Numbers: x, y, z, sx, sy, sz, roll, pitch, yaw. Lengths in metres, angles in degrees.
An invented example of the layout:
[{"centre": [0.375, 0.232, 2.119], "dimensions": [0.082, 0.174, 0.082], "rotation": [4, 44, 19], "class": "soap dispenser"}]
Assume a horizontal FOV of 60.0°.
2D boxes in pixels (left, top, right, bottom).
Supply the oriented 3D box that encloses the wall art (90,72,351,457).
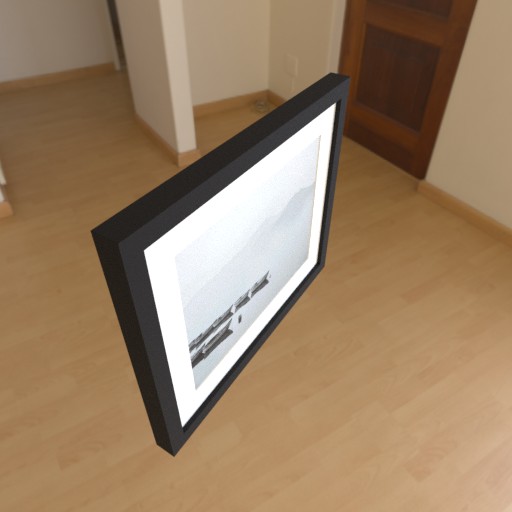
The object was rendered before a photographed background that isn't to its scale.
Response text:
[{"centre": [0.000, 0.000, 0.547], "dimensions": [0.028, 0.325, 0.397], "rotation": [23, 46, 24], "class": "wall art"}]
